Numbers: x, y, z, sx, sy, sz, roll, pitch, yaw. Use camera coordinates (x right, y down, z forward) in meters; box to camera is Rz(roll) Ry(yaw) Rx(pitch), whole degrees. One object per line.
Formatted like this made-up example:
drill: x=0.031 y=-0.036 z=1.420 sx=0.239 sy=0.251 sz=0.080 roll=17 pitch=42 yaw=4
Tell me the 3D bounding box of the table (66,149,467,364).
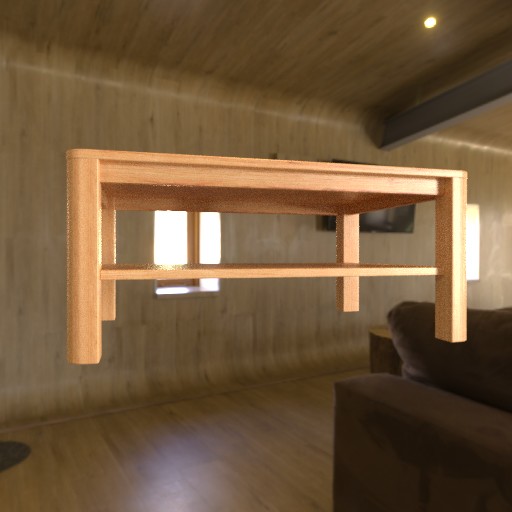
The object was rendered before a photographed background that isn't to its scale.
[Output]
table: x=0.000 y=0.000 z=1.366 sx=0.997 sy=0.445 sz=0.696 roll=0 pitch=0 yaw=-15
